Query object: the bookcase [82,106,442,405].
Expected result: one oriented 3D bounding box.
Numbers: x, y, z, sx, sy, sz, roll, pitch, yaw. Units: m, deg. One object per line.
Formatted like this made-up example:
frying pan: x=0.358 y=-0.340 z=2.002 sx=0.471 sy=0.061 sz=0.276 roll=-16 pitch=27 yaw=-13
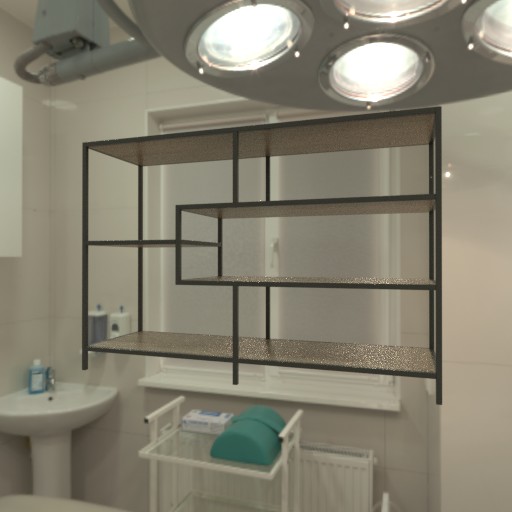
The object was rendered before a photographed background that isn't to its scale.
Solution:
bookcase: x=0.000 y=0.000 z=1.502 sx=1.140 sy=0.780 sz=0.350 roll=0 pitch=0 yaw=19
